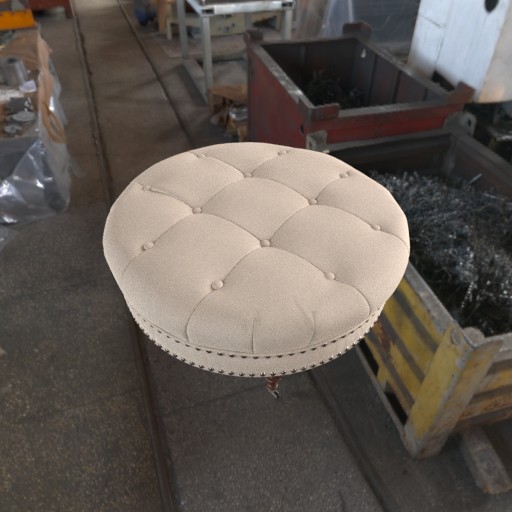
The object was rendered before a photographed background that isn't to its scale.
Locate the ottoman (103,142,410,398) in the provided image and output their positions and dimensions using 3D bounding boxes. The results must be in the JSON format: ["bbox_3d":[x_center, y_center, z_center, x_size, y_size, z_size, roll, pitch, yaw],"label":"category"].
[{"bbox_3d":[0.000,0.000,1.431,0.901,0.439,0.901,0,42,0],"label":"ottoman"}]
